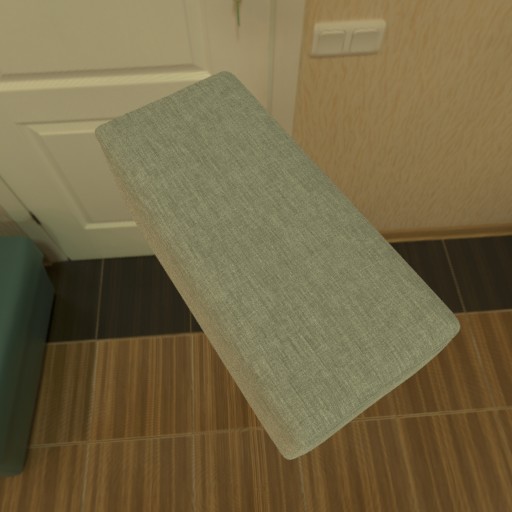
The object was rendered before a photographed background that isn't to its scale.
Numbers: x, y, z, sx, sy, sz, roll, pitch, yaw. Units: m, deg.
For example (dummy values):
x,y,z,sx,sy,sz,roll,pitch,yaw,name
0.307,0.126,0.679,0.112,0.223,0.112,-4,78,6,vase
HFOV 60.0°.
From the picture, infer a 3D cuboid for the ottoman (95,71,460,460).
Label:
x,y,z,sx,sy,sz,roll,pitch,yaw,name
0.000,0.000,1.148,0.419,0.432,0.902,-30,66,-15,ottoman
